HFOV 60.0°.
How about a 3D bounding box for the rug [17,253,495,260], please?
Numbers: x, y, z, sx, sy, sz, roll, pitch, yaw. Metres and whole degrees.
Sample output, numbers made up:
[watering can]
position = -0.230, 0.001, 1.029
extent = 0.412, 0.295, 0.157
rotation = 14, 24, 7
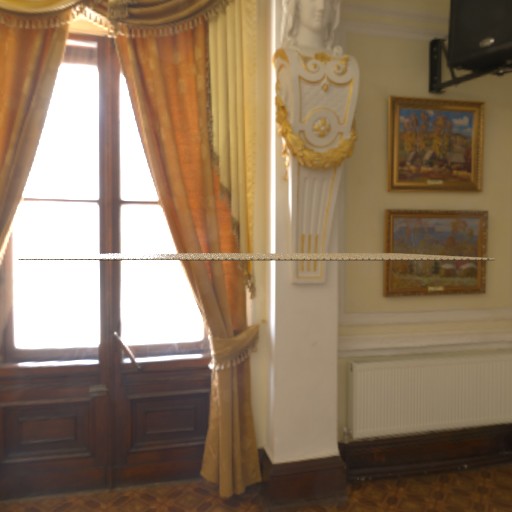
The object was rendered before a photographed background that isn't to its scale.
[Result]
[rug]
position = 0.000, 0.000, 2.169
extent = 1.752, 0.008, 1.144
rotation = 0, 1, -1
